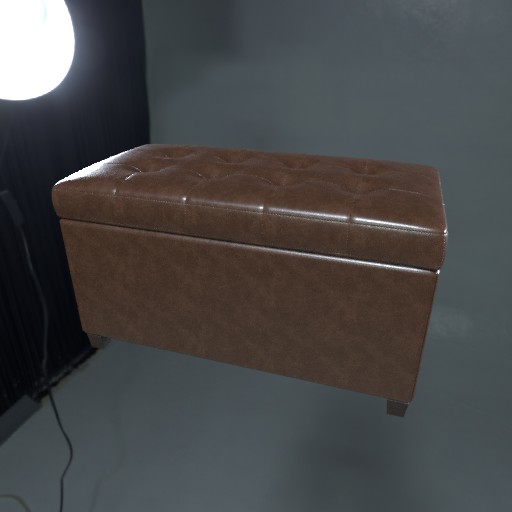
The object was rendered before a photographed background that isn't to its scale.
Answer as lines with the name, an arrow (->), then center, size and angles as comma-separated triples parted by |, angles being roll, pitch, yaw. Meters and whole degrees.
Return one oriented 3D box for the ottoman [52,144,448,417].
ottoman -> 0.000, 0.000, 1.141 | 0.838, 0.470, 0.432 | 8, 28, 16
